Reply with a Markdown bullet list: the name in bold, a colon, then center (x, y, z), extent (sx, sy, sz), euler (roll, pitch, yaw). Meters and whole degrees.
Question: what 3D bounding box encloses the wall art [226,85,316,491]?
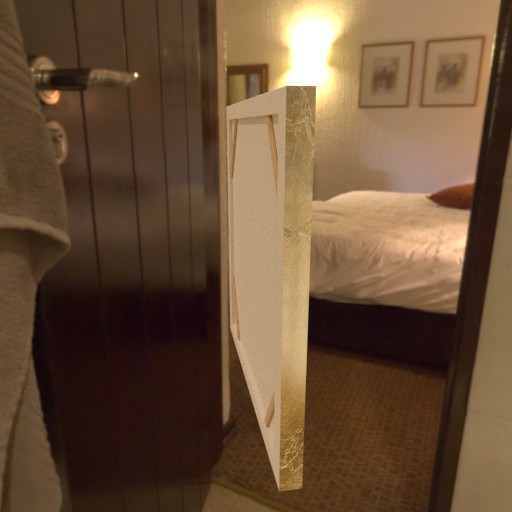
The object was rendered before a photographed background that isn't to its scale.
- **wall art**: center (0.000, 0.000, 0.916), extent (0.038, 0.610, 0.610), euler (-3, 17, -10)
